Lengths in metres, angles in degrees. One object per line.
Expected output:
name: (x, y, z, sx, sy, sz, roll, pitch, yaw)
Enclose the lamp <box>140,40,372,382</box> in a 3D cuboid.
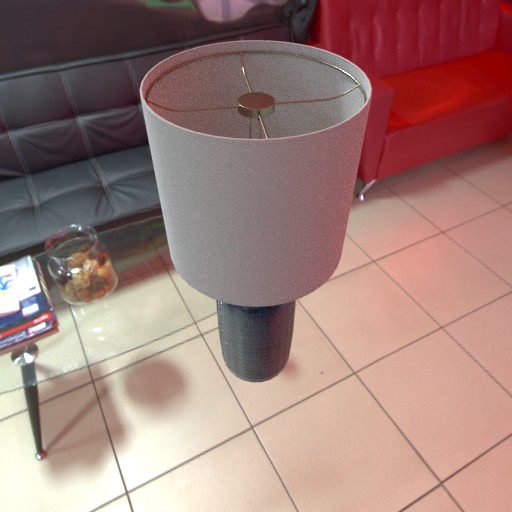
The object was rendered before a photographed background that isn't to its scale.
lamp: (0.000, 0.000, 0.594, 0.220, 0.475, 0.220, 3, 45, 3)
